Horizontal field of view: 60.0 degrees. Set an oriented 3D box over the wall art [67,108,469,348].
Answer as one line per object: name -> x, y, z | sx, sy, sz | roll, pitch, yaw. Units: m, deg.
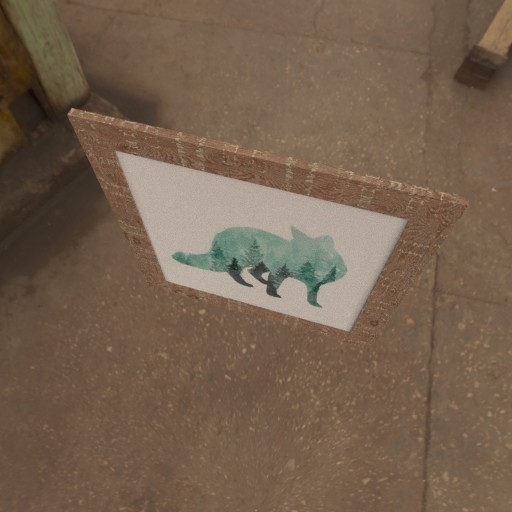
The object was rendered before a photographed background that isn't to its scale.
wall art -> 0.000, 0.000, 0.577 | 0.384, 0.384, 0.012 | 15, 61, 8
